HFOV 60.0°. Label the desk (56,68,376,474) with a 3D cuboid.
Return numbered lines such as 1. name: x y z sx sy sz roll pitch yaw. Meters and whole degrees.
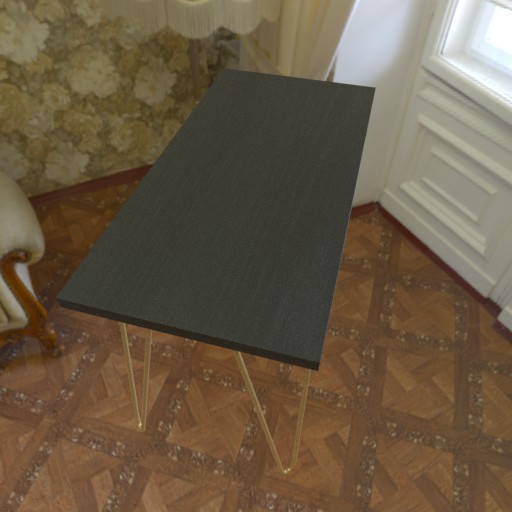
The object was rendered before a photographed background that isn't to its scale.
1. desk: 0.000 0.000 1.347 0.499 0.660 0.991 12 48 11
